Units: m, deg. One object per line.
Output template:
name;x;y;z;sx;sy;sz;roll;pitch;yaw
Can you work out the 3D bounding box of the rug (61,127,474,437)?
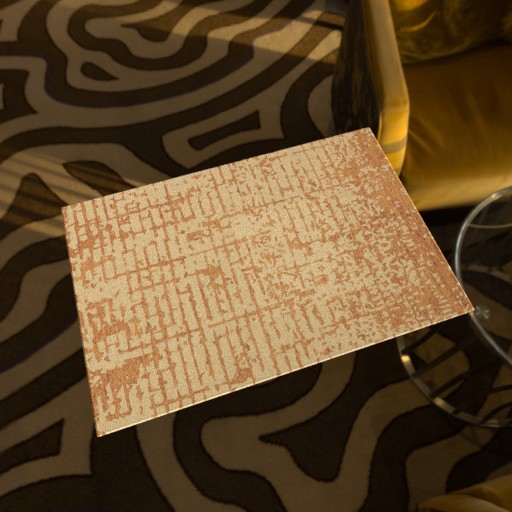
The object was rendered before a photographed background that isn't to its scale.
rug;0.000;0.000;2.278;1.829;0.011;1.219;-16;65;-8
